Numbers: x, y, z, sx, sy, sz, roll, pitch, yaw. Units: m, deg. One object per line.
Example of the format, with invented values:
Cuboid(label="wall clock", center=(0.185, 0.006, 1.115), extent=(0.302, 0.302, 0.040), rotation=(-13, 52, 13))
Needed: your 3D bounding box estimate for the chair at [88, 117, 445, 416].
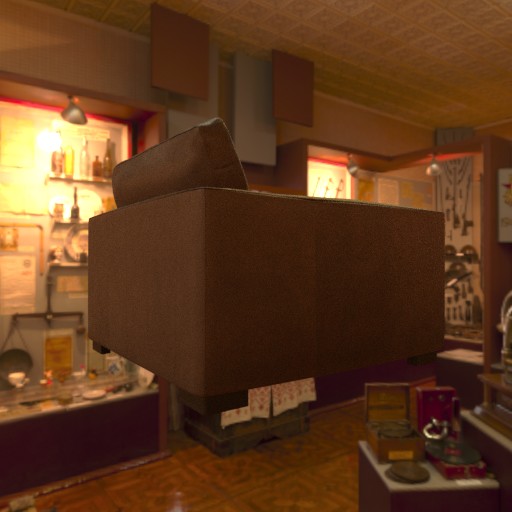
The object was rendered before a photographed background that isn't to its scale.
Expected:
Cuboid(label="chair", center=(0.000, 0.000, 1.805), extent=(1.069, 0.812, 1.100), rotation=(0, -1, -35))
